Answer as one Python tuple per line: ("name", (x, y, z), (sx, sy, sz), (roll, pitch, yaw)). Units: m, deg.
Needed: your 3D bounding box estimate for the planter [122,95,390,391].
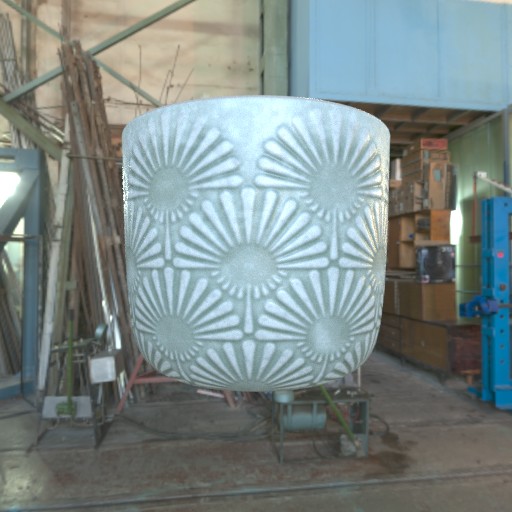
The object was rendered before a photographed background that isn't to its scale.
("planter", (0.000, 0.000, 0.213), (0.124, 0.109, 0.124), (0, -1, 0))
